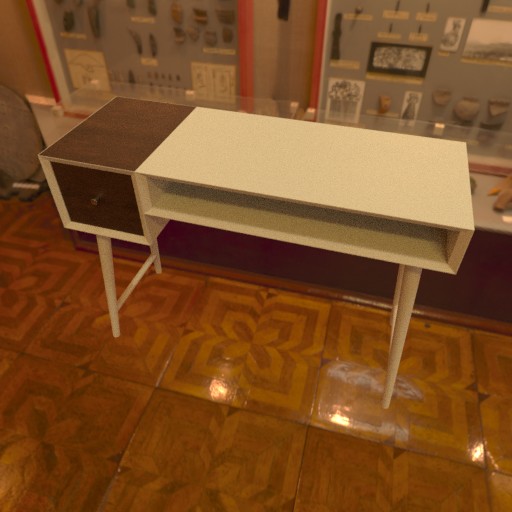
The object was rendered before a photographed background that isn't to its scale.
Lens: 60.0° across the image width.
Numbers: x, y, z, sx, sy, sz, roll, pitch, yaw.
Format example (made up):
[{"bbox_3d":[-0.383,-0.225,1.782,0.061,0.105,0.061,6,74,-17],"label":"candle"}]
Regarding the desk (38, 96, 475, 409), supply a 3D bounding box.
[{"bbox_3d":[0.000,0.000,1.430,1.069,0.761,0.409,12,43,13],"label":"desk"}]
